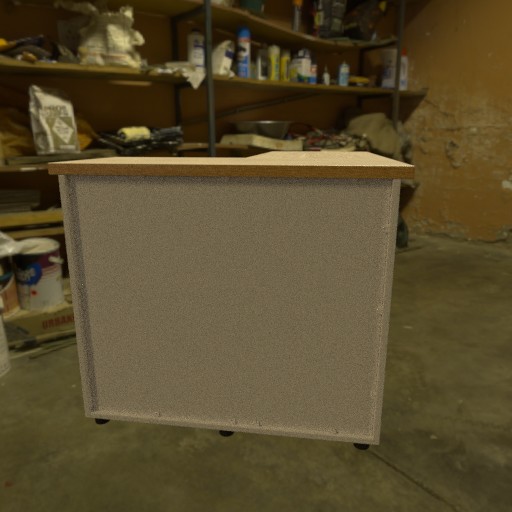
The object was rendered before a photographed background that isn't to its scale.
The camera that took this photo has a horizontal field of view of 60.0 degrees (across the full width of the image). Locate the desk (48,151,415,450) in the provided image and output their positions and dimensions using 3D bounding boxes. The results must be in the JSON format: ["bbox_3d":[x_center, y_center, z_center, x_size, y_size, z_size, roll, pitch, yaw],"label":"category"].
[{"bbox_3d":[0.000,0.000,1.720,0.900,0.760,1.170,2,15,8],"label":"desk"}]
